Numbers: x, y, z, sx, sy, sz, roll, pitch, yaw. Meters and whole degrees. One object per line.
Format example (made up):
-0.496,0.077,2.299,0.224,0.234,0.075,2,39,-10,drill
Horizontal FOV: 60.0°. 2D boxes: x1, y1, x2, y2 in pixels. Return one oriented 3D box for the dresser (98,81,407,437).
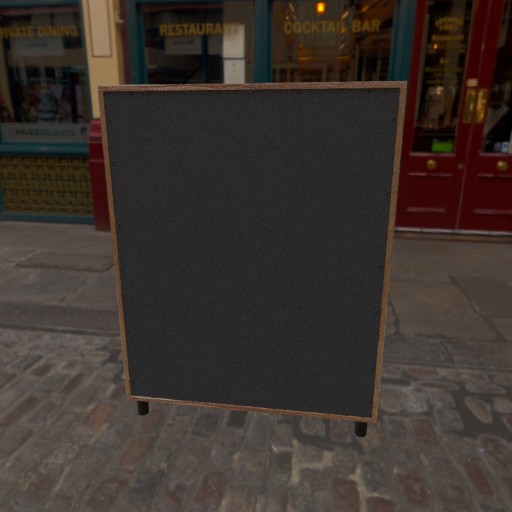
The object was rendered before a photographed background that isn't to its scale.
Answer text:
0.000,0.000,1.763,0.966,1.243,0.480,2,17,8,dresser
